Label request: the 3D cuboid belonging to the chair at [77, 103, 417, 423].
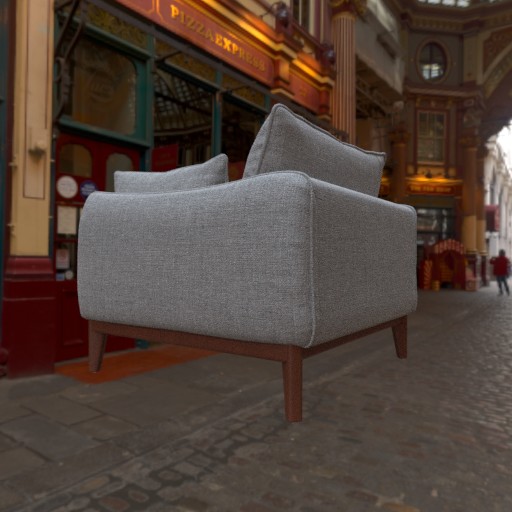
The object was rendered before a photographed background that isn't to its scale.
[{"bbox_3d":[0.000,0.000,1.713,0.976,0.839,0.993,0,0,36],"label":"chair"}]
